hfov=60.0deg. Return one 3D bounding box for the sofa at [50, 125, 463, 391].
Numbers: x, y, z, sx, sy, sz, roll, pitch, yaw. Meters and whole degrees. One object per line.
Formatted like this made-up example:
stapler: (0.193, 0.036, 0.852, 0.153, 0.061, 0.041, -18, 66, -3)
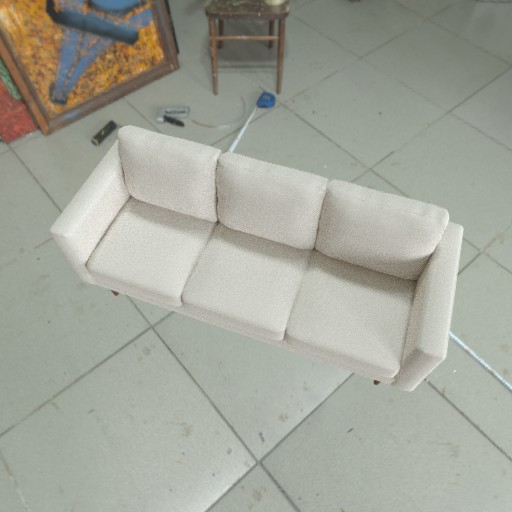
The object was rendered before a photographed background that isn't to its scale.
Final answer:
sofa: (0.000, 0.000, 2.494, 2.029, 0.912, 0.802, 17, 59, 11)
